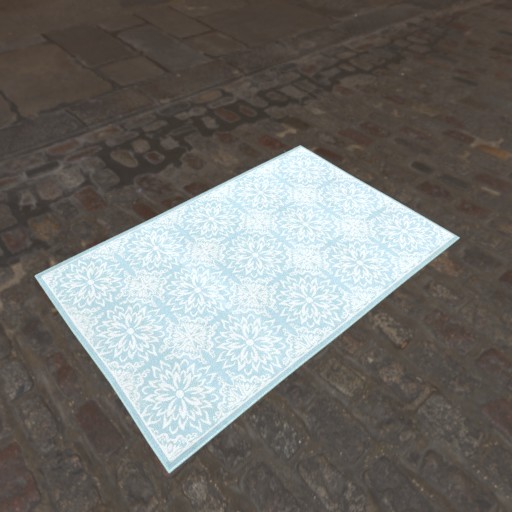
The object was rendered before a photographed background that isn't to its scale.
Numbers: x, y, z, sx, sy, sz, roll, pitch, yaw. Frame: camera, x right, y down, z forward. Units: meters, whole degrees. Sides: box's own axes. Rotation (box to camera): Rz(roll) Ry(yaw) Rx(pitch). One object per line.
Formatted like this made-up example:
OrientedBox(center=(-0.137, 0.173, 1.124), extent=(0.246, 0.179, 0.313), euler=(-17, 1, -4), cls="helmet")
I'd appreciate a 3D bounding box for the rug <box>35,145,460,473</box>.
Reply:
OrientedBox(center=(0.000, 0.000, 2.283), extent=(1.840, 0.012, 1.219), euler=(-31, 53, -27), cls="rug")
